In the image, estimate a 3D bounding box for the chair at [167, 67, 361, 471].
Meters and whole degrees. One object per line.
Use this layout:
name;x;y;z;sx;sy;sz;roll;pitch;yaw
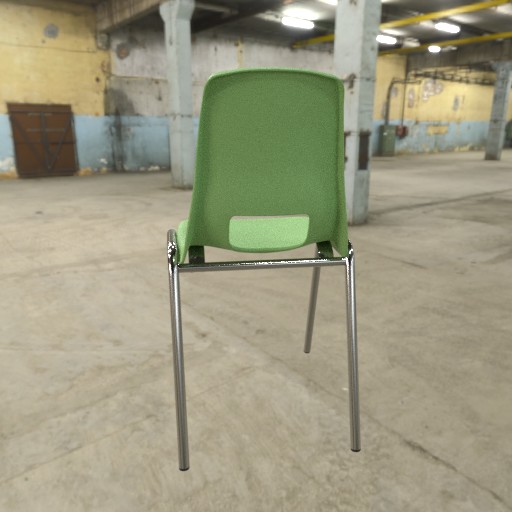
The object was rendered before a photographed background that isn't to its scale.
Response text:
chair;0.000;0.000;0.960;0.381;0.704;0.436;-2;15;-8
